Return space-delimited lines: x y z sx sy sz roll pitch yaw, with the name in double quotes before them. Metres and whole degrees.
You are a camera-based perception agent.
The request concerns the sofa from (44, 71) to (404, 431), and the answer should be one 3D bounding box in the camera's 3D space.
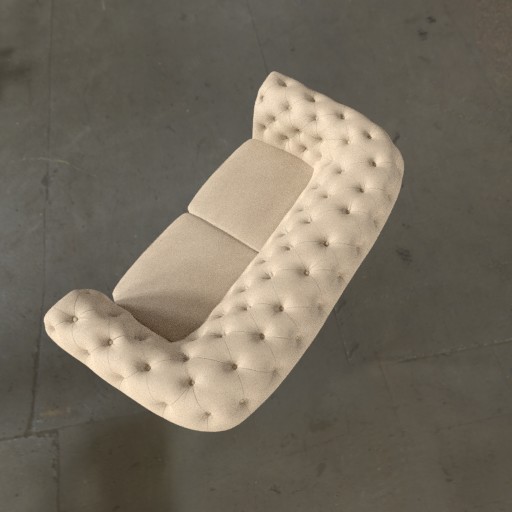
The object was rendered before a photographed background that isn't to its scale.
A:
"sofa" 0.000 0.000 2.526 1.069 0.835 1.988 31 67 15
